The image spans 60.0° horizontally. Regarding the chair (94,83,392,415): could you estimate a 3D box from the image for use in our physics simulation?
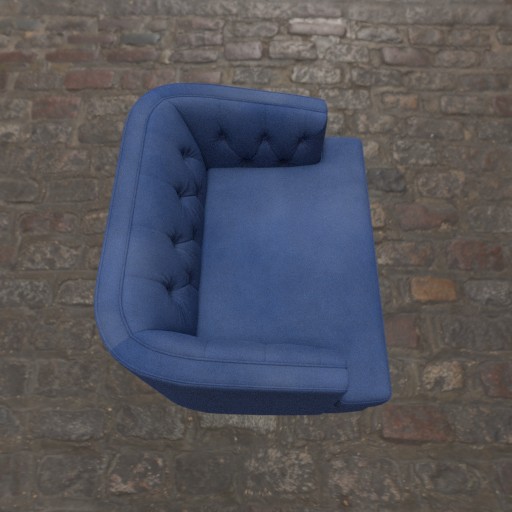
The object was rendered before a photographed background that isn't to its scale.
[{"bbox_3d":[0.000,0.000,1.728,0.914,0.787,1.118,1,64,0],"label":"chair"}]
